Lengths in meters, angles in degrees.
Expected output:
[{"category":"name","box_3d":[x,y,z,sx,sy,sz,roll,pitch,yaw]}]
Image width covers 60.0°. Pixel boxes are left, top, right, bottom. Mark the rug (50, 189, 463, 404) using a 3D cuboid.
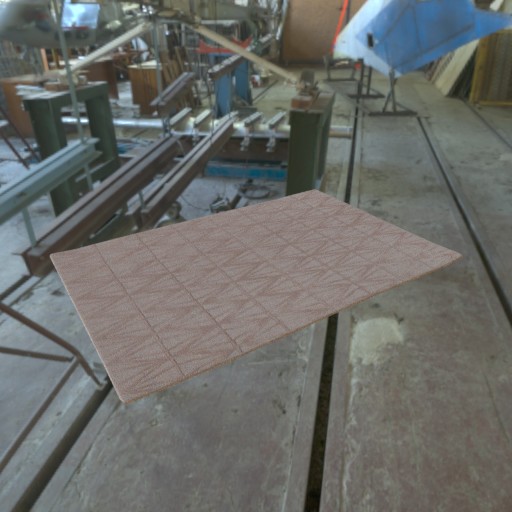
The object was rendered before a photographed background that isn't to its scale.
[{"category":"rug","box_3d":[0.000,0.000,2.351,1.837,0.025,1.230,-17,33,-28]}]
